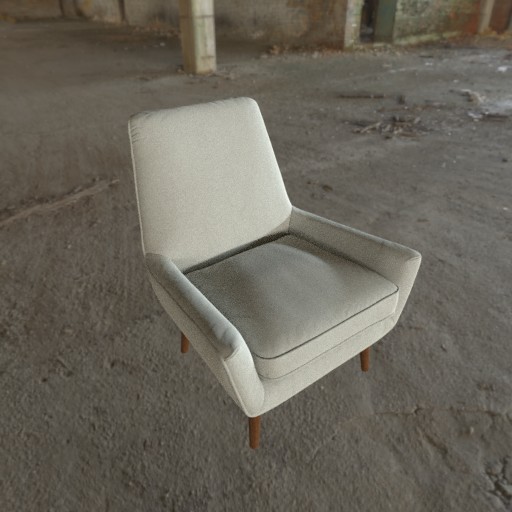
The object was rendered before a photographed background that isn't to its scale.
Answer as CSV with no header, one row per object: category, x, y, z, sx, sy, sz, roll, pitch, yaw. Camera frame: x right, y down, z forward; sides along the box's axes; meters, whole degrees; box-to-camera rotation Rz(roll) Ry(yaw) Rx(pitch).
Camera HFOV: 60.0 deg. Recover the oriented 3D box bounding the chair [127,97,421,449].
chair,0.000,0.000,1.514,0.787,0.888,0.822,-22,37,-32
